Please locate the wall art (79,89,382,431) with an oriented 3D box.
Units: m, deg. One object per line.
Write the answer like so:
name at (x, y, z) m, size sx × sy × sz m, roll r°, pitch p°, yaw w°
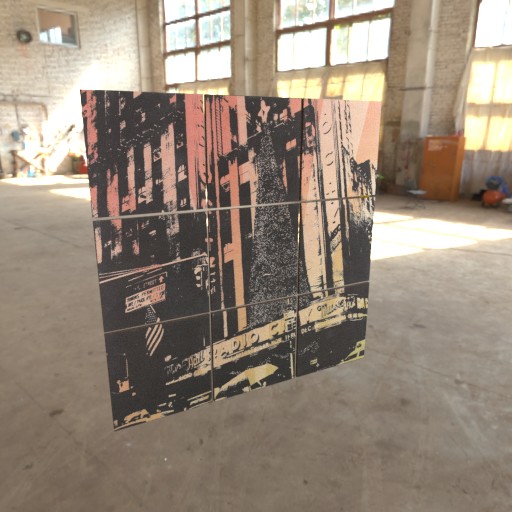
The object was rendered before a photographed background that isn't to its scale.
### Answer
wall art at (0.000, 0.000, 1.789) m, size 1.216 × 1.216 × 0.013 m, roll -8°, pitch 18°, yaw -27°
